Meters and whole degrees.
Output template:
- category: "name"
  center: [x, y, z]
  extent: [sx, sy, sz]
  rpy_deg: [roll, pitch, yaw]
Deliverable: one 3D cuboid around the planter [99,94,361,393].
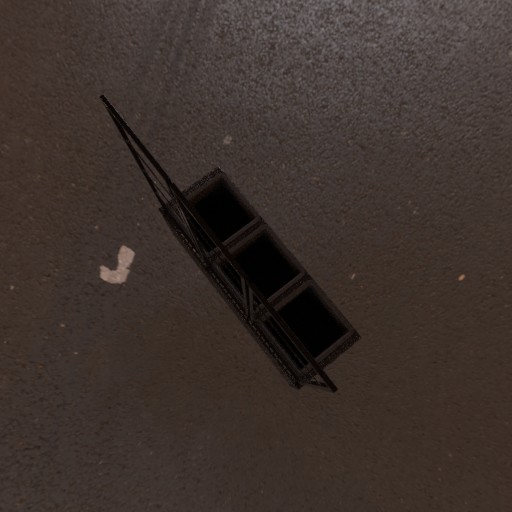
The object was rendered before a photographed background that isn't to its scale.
- category: "planter"
  center: [0.000, 0.000, 1.176]
  extent: [0.244, 0.841, 0.698]
  rpy_deg: [-37, 78, -9]
